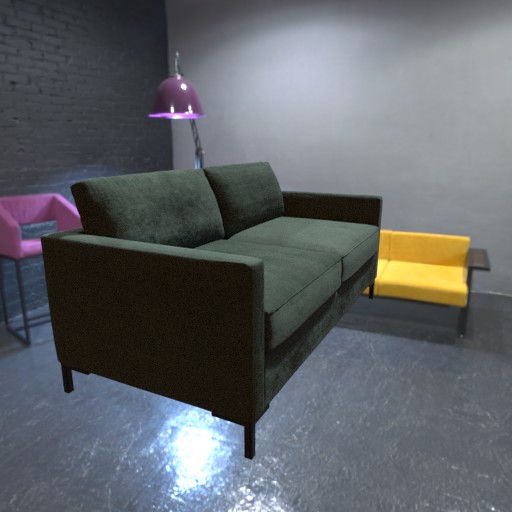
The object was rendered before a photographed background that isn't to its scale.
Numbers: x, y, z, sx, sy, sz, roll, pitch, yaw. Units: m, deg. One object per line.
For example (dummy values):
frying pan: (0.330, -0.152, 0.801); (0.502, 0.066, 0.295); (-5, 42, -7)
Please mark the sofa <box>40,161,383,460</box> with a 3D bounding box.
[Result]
sofa: (0.000, 0.000, 2.118); (0.875, 0.817, 1.676); (8, 17, 26)
